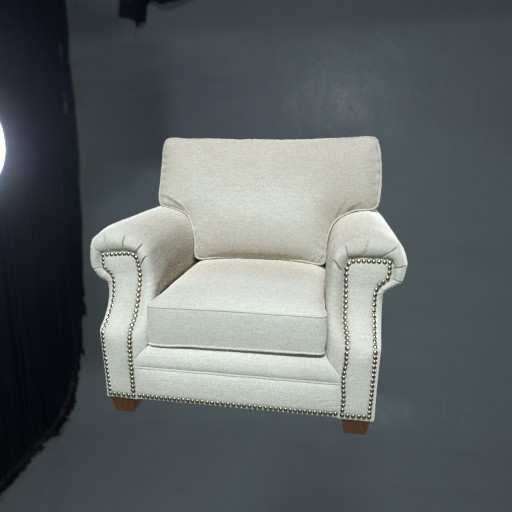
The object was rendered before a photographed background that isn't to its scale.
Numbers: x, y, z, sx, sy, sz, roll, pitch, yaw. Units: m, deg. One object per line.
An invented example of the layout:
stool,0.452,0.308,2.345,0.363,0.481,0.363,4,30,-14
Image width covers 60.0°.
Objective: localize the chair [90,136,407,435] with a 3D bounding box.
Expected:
chair,0.000,0.000,1.835,1.092,0.961,0.965,2,14,9
